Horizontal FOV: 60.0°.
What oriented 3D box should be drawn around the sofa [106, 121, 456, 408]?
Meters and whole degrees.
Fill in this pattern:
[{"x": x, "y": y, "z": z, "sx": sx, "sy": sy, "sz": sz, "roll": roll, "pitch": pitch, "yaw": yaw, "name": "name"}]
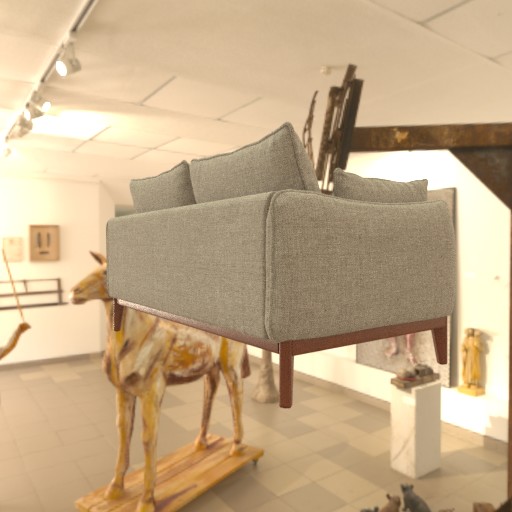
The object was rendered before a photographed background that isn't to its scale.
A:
[{"x": 0.000, "y": 0.000, "z": 2.121, "sx": 0.972, "sy": 0.851, "sz": 1.580, "roll": -1, "pitch": 1, "yaw": -36, "name": "sofa"}]
